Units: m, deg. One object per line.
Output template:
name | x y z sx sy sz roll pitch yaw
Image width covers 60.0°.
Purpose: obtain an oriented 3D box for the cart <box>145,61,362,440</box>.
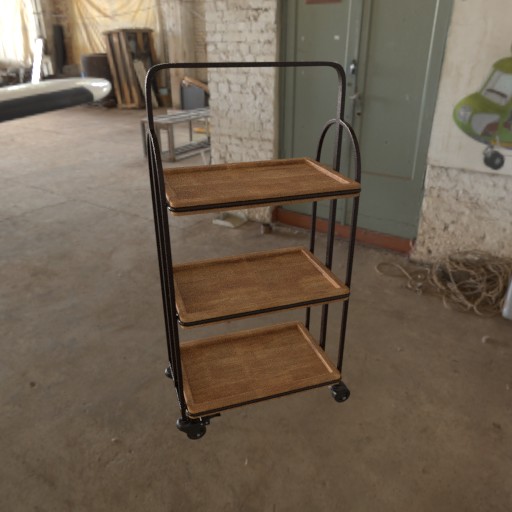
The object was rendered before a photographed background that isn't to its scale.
cart | 0.000 0.000 1.248 0.553 1.001 0.327 -8 27 -17
